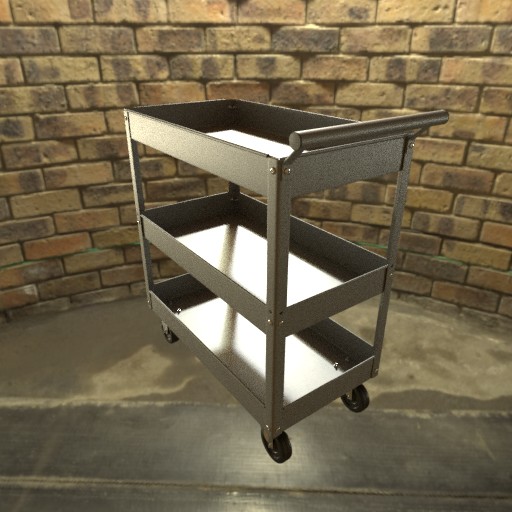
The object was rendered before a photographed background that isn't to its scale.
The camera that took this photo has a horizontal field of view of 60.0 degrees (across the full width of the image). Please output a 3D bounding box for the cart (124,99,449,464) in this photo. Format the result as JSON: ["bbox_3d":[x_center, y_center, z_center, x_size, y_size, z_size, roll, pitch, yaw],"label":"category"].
[{"bbox_3d":[0.000,0.000,1.155,0.366,0.780,0.719,-18,31,-32],"label":"cart"}]
